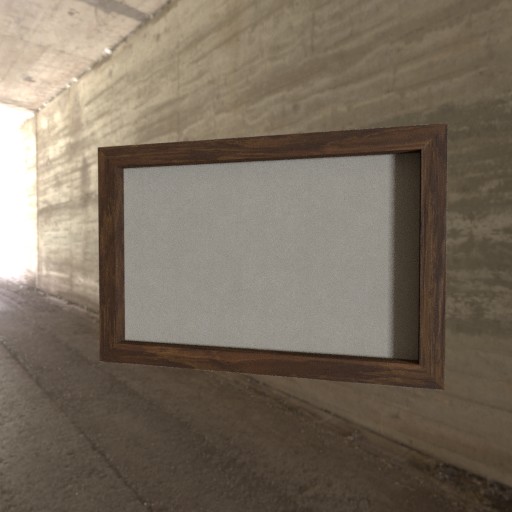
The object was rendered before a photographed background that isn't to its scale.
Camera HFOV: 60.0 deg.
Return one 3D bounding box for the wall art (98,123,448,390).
[{"bbox_3d":[0.000,0.000,0.771,0.609,0.405,0.035,0,2,16],"label":"wall art"}]
